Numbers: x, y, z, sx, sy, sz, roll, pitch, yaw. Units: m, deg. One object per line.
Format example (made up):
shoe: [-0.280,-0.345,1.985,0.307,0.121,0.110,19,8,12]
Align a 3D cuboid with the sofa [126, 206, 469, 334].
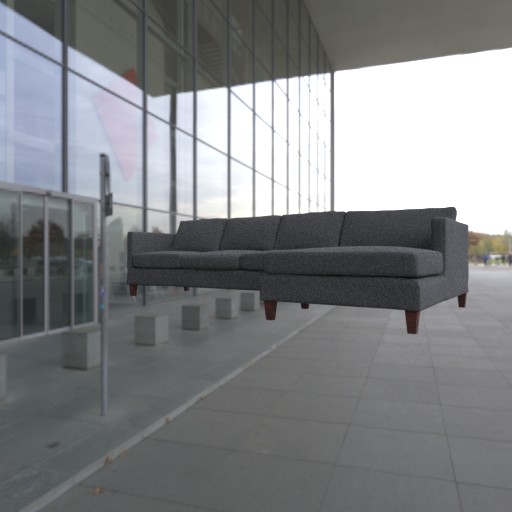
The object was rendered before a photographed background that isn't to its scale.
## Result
sofa: [0.000,0.000,3.896,3.186,0.846,1.625,0,0,34]
